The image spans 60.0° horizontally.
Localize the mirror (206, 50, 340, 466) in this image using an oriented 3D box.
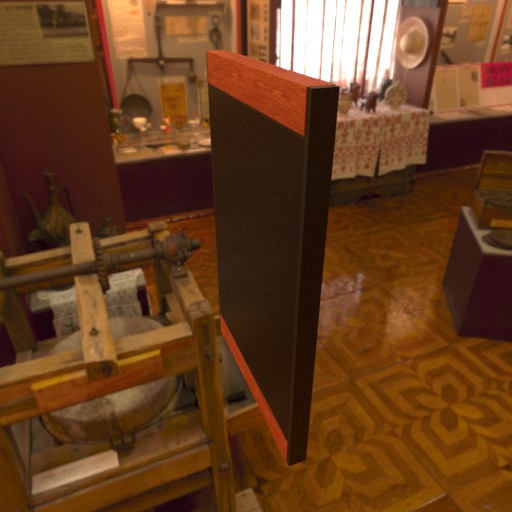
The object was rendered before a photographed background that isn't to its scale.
[{"bbox_3d":[0.000,0.000,1.026,0.047,0.823,0.525,-11,32,-18],"label":"mirror"}]
